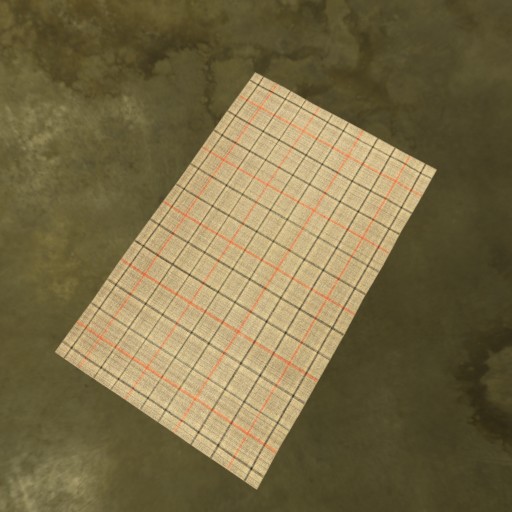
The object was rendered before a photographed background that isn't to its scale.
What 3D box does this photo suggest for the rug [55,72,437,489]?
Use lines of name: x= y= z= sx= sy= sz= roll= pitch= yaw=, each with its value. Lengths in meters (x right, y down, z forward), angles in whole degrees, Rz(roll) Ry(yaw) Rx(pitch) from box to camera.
rug: x=0.000 y=0.000 z=3.000 sx=1.524 sy=0.015 sz=2.439 roll=31 pitch=78 yaw=8
